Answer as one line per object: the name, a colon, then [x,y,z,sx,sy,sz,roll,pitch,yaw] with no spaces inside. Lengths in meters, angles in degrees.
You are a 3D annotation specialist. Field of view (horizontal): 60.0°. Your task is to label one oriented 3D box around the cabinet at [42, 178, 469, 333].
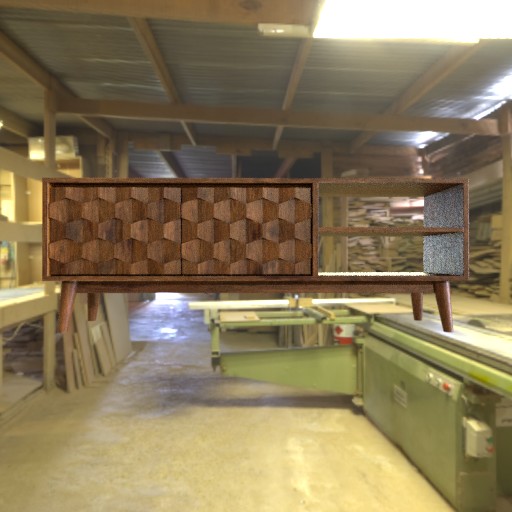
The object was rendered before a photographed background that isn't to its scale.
cabinet: [0.000,0.000,1.678,1.448,0.528,0.349,0,0,-1]
